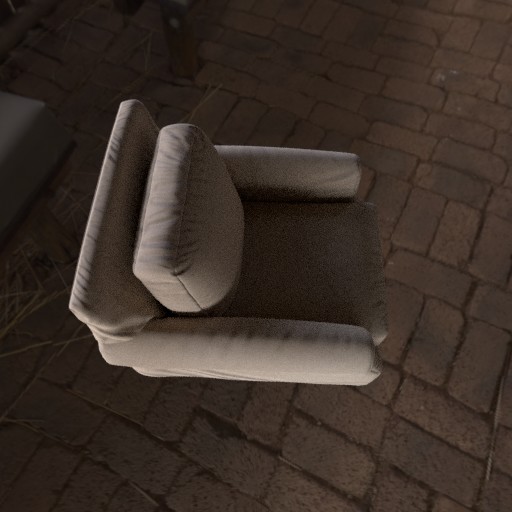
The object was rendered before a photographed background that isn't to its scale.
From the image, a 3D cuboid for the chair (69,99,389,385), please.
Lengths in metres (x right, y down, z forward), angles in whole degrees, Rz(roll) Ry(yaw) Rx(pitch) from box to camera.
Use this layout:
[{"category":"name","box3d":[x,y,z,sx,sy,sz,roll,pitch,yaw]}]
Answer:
[{"category":"chair","box3d":[0.000,0.000,1.759,1.066,0.866,0.940,2,63,1]}]
